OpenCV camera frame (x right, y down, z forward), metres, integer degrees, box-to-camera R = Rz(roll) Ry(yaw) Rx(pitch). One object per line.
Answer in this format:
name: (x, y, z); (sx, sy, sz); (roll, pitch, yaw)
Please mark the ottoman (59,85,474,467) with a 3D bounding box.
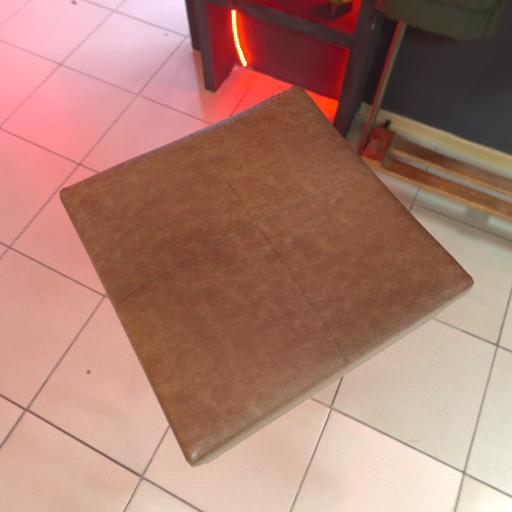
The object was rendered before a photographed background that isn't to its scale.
ottoman: (0.000, 0.000, 1.834); (1.168, 0.483, 1.169); (-28, 67, -13)
